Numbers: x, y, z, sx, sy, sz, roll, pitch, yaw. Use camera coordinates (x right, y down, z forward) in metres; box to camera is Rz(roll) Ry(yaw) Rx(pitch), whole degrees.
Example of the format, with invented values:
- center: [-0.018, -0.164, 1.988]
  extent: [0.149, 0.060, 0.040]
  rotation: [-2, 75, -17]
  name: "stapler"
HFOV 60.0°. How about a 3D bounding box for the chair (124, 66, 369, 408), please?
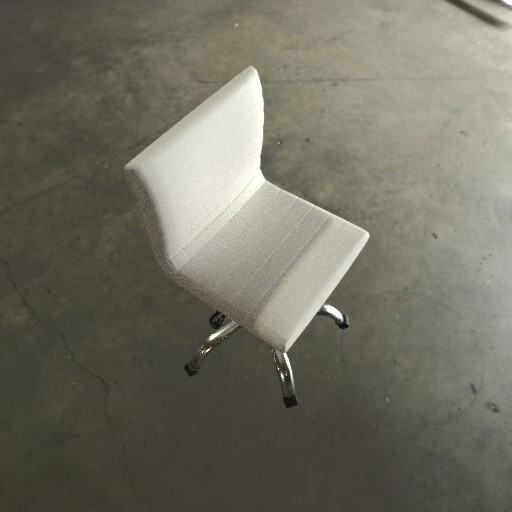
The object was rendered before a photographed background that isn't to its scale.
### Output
- center: [0.000, 0.000, 1.156]
  extent: [0.530, 0.780, 0.556]
  rotation: [31, 62, 19]
  name: "chair"
